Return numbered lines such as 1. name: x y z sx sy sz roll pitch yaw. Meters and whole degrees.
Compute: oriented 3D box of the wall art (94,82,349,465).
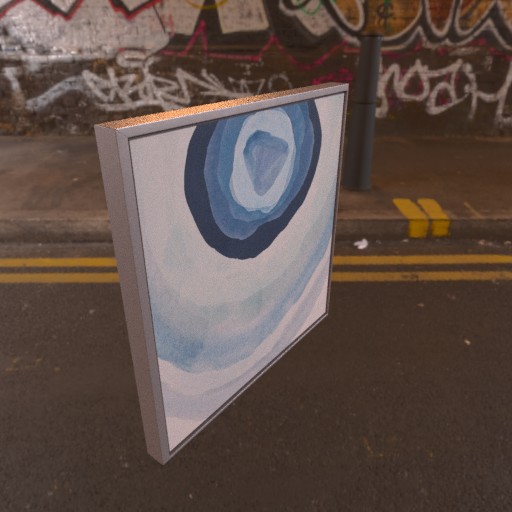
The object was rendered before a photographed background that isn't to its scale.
1. wall art: 0.000 0.000 0.516 0.028 0.349 0.349 20 33 33
